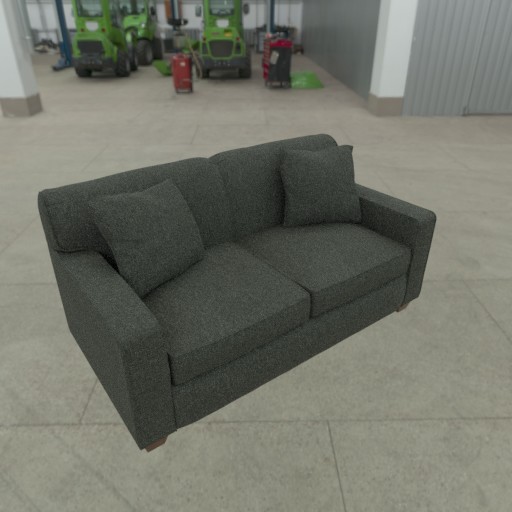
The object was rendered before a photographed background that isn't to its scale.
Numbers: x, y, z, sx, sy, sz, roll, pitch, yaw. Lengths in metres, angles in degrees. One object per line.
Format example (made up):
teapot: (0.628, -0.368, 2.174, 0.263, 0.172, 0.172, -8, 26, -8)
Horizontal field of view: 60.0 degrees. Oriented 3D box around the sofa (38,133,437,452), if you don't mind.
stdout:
sofa: (0.000, 0.000, 2.382, 1.846, 0.958, 0.998, -20, 35, -31)
